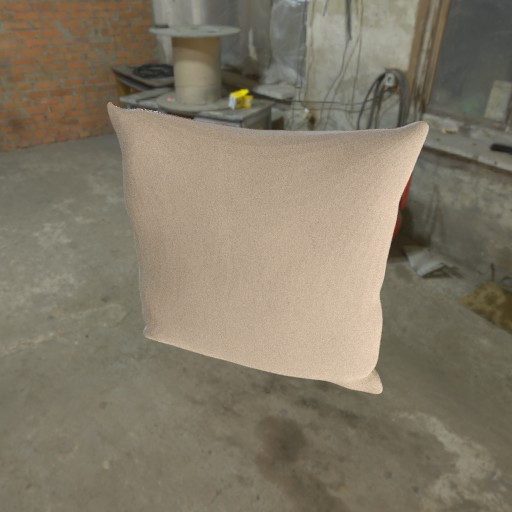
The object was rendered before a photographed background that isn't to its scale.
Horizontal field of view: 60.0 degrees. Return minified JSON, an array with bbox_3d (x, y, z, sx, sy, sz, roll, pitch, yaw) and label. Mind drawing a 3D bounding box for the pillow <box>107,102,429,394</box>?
[{"bbox_3d":[0.000,0.000,0.678,0.440,0.441,0.182,9,33,15],"label":"pillow"}]
